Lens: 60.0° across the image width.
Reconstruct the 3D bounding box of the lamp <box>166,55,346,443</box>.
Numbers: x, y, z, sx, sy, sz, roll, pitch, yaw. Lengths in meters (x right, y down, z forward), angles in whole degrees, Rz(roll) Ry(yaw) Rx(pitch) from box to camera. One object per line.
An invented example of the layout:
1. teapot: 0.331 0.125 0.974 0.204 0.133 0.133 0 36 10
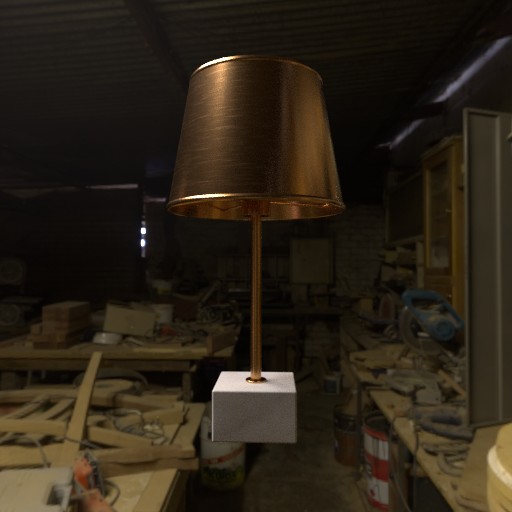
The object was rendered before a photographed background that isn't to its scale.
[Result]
1. lamp: 0.000 0.000 0.524 0.208 0.406 0.208 0 -1 0
